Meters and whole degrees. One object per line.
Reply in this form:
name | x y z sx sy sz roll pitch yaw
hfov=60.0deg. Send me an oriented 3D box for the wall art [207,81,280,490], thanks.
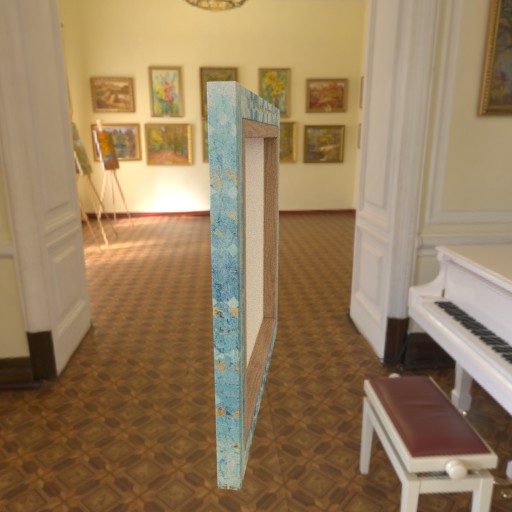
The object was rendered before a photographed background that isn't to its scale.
wall art | 0.000 0.000 0.918 0.040 0.609 0.609 2 15 8
